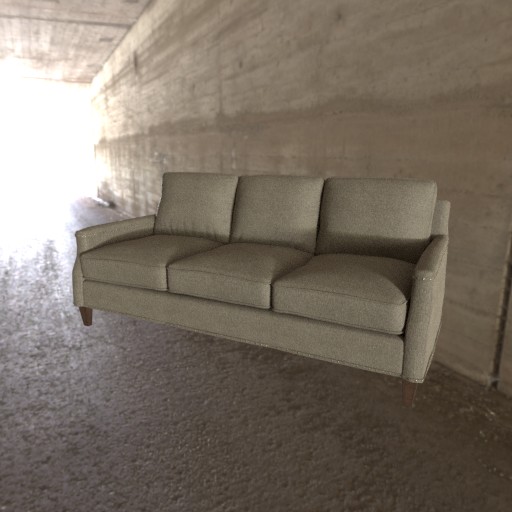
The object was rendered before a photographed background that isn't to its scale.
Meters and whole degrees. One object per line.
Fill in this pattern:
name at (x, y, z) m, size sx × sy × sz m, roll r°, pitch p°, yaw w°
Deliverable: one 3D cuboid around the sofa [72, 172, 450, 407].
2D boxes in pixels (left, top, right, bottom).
sofa at (0.000, 0.000, 2.852) m, size 2.246 × 1.003 × 1.084 m, roll 7°, pitch 15°, yaw 27°
